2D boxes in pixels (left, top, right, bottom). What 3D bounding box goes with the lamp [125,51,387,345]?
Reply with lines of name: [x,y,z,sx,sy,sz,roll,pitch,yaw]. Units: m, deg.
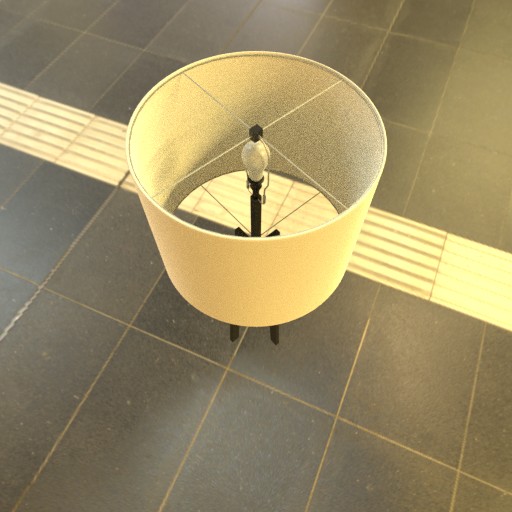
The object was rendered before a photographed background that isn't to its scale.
lamp: [0.000,0.000,0.647,0.257,0.489,0.257,4,59,2]
